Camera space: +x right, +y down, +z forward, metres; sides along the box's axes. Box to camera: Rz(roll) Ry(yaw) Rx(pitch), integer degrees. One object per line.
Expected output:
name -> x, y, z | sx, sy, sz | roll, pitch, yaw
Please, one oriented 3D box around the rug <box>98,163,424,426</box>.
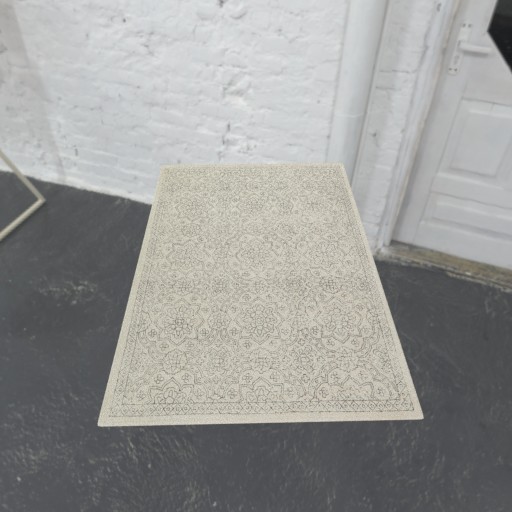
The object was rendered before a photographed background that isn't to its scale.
rug -> 0.000, 0.000, 2.901 | 1.524, 0.011, 2.286 | -1, 43, -1
